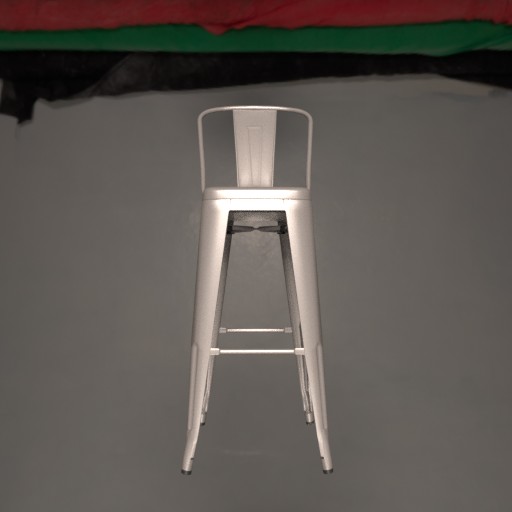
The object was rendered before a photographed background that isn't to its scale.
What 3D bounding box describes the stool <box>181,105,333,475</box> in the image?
[{"bbox_3d":[0.000,0.000,1.358,0.399,1.096,0.513,0,0,-1],"label":"stool"}]
